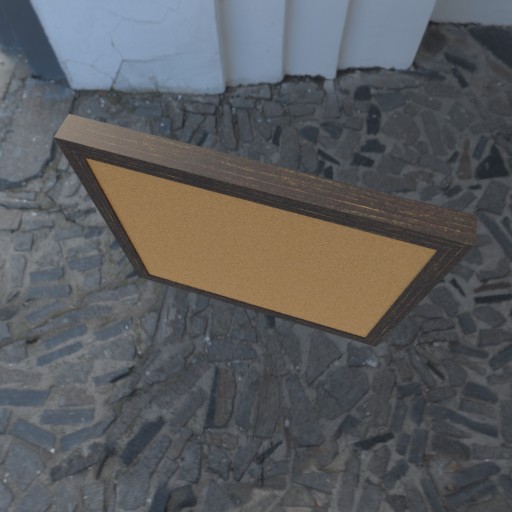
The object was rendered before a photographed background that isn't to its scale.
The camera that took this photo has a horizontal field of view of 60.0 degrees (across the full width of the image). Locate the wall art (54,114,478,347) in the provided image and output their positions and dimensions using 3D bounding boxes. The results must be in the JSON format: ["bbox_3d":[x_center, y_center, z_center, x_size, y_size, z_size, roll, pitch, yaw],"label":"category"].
[{"bbox_3d":[0.000,0.000,0.539,0.381,0.330,0.031,16,65,7],"label":"wall art"}]
